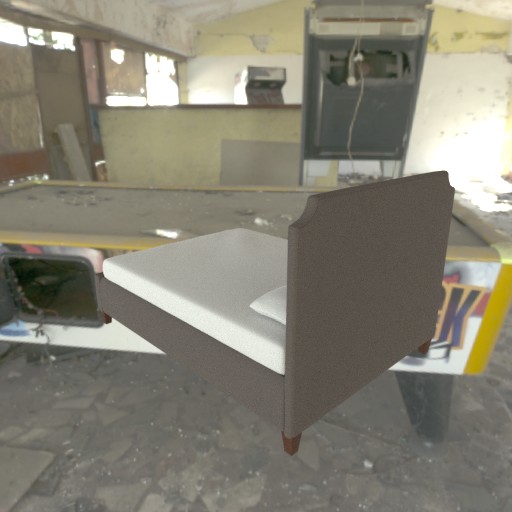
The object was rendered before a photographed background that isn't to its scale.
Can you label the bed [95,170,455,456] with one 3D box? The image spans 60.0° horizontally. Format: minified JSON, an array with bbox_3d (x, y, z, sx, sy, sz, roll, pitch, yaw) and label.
[{"bbox_3d":[0.000,0.000,3.546,1.713,1.443,2.372,-16,24,-41],"label":"bed"}]
